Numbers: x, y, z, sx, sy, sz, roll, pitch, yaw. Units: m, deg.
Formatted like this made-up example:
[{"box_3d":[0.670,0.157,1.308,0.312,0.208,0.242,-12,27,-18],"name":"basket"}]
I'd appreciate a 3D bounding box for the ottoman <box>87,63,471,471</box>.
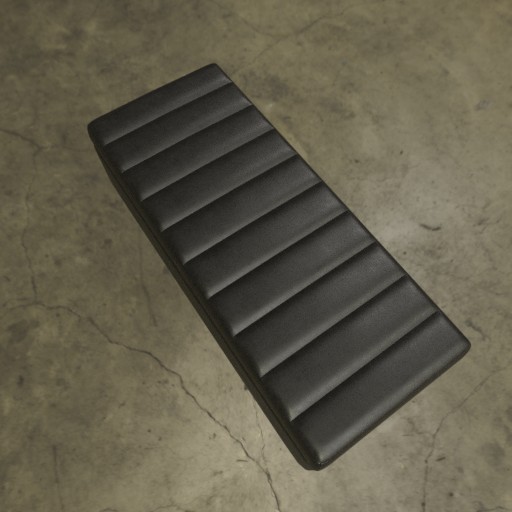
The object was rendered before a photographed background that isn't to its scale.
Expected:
[{"box_3d":[0.000,0.000,1.370,0.482,0.469,1.151,-32,69,-14],"name":"ottoman"}]
